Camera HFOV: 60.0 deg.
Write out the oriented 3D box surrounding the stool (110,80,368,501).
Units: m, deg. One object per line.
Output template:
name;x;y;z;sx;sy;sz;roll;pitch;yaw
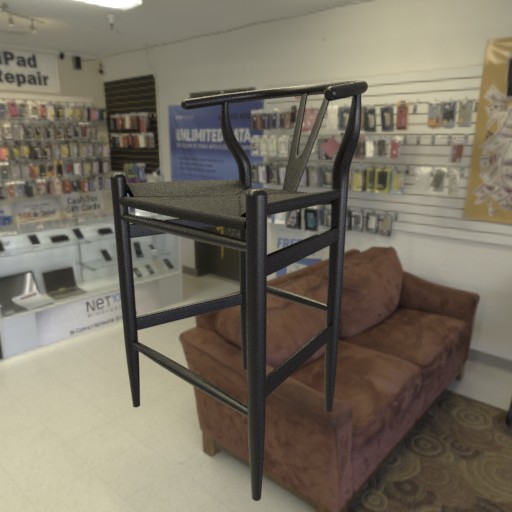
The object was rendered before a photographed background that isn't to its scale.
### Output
stool;0.000;0.000;1.275;0.569;0.970;0.579;14;21;42
